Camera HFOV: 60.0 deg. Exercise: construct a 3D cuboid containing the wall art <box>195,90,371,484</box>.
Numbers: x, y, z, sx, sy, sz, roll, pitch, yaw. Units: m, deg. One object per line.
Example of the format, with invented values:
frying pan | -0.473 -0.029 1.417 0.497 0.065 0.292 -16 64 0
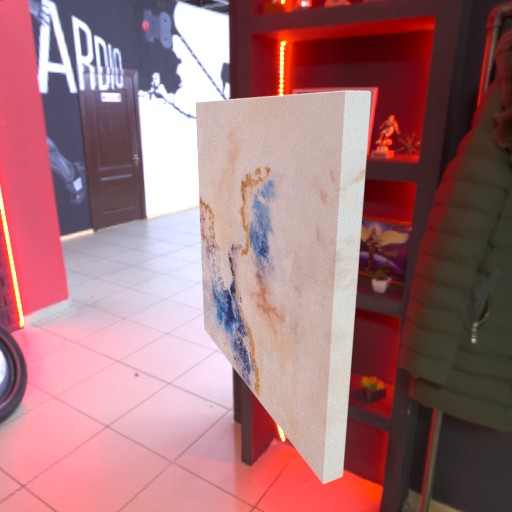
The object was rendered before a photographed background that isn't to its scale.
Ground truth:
wall art | 0.000 0.000 1.581 0.071 1.061 1.061 -8 19 -24
